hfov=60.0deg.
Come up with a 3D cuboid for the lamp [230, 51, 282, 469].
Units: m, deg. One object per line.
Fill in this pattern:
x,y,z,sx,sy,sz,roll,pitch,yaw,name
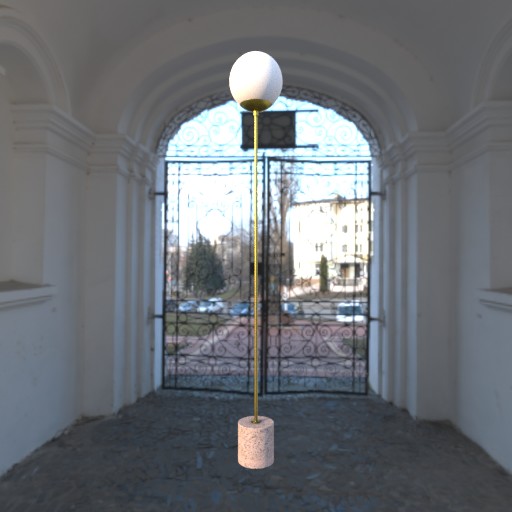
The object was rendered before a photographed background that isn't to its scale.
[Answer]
0.000,0.000,1.906,0.229,1.748,0.229,0,-1,19,lamp
